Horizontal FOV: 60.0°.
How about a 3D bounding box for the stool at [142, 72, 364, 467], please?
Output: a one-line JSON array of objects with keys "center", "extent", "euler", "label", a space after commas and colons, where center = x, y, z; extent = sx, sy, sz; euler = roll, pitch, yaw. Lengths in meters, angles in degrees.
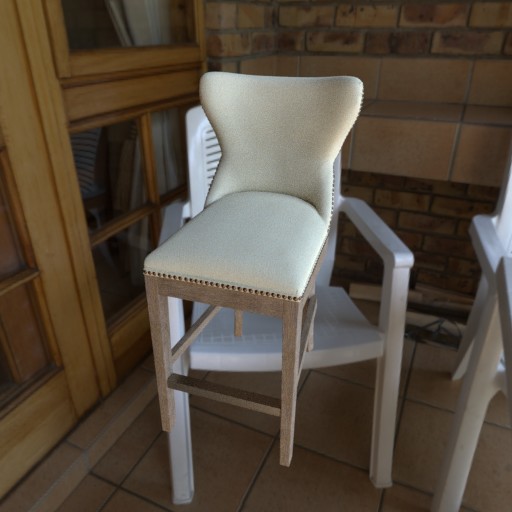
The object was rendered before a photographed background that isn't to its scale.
[{"center": [0.000, 0.000, 1.334], "extent": [0.498, 0.981, 0.608], "euler": [9, 29, 16], "label": "stool"}]
